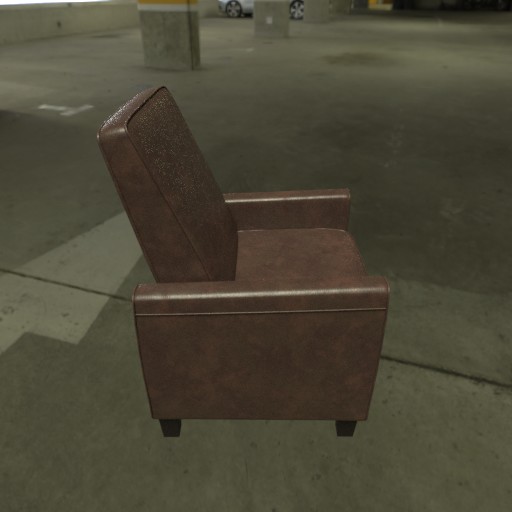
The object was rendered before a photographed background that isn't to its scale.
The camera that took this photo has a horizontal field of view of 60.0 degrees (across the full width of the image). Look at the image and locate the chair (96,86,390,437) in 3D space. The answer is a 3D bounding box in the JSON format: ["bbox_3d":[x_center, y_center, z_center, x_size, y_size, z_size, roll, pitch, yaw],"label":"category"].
[{"bbox_3d":[0.000,0.000,1.486,0.746,1.013,0.705,0,31,1],"label":"chair"}]
